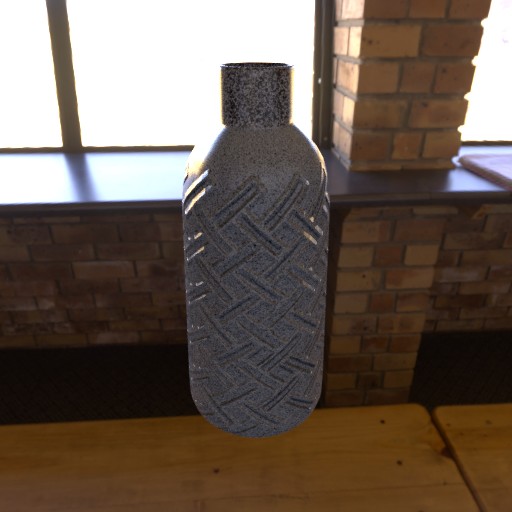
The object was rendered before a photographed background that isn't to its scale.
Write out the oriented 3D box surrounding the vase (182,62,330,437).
[{"bbox_3d":[0.000,0.000,0.355,0.122,0.282,0.122,0,27,0],"label":"vase"}]
